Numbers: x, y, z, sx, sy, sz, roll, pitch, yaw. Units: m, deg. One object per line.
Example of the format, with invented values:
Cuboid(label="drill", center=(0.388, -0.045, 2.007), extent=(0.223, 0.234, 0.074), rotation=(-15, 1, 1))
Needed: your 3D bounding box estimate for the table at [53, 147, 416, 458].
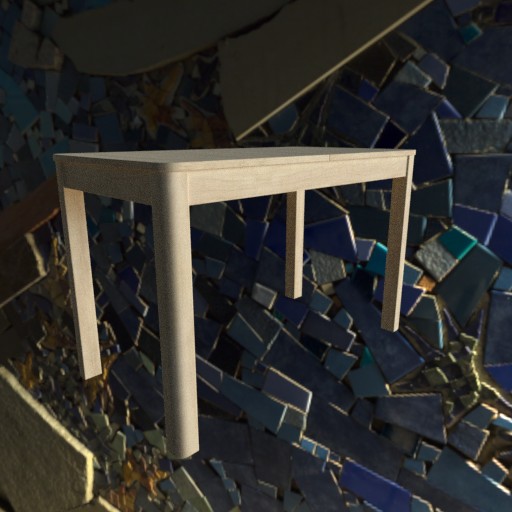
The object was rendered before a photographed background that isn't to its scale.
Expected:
Cuboid(label="table", center=(0.000, 0.000, 1.963), extent=(1.400, 0.900, 0.750), rotation=(-15, 21, -43))
